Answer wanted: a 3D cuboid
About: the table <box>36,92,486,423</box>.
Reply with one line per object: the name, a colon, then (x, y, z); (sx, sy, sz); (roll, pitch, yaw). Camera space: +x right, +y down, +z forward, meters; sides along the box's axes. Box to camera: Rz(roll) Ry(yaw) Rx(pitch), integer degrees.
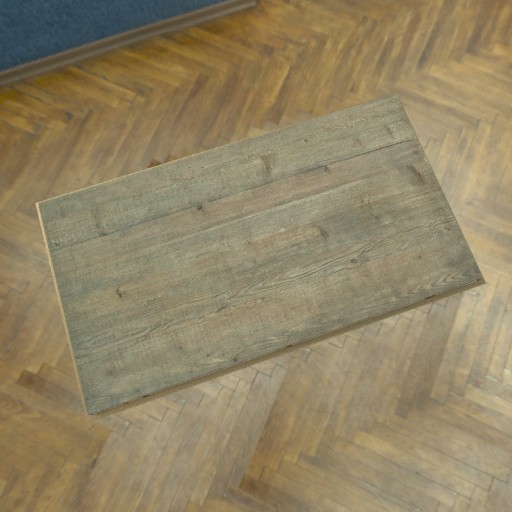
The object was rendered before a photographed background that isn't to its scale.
table: (0.000, 0.000, 1.727); (1.387, 0.468, 0.775); (-18, 77, -4)
